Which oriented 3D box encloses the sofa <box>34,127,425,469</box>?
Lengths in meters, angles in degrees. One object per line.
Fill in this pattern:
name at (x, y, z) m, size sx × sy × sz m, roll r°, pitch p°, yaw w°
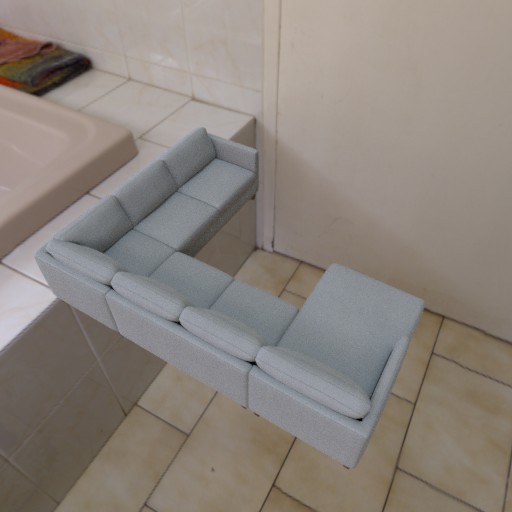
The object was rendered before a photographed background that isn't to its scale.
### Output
sofa at (0.000, 0.000, 4.358) m, size 3.238 × 0.853 × 2.551 m, roll 24°, pitch 51°, yaw 21°
